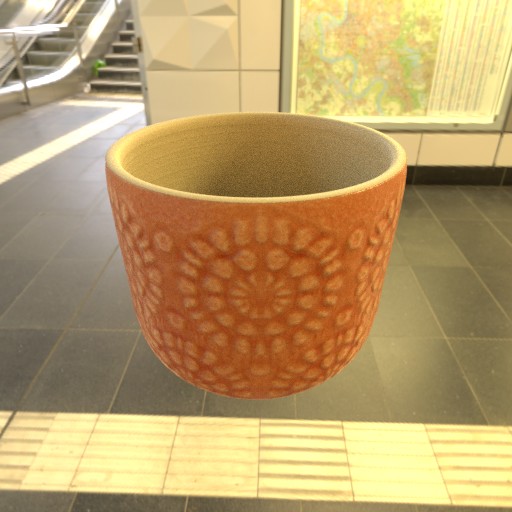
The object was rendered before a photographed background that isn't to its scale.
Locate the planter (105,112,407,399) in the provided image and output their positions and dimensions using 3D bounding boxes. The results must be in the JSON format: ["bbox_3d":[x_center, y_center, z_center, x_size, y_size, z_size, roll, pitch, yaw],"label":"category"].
[{"bbox_3d":[0.000,0.000,0.214,0.124,0.109,0.124,0,30,0],"label":"planter"}]
